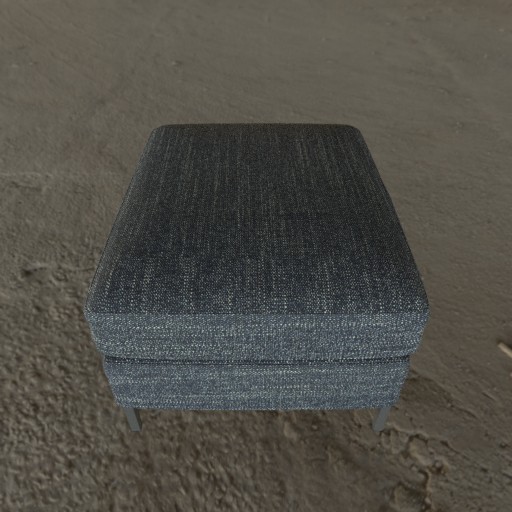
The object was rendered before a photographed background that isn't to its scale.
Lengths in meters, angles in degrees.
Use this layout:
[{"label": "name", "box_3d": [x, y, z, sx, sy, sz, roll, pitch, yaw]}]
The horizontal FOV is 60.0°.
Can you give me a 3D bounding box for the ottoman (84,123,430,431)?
[{"label": "ottoman", "box_3d": [0.000, 0.000, 1.226, 0.667, 0.491, 0.814, 0, 41, 0]}]
